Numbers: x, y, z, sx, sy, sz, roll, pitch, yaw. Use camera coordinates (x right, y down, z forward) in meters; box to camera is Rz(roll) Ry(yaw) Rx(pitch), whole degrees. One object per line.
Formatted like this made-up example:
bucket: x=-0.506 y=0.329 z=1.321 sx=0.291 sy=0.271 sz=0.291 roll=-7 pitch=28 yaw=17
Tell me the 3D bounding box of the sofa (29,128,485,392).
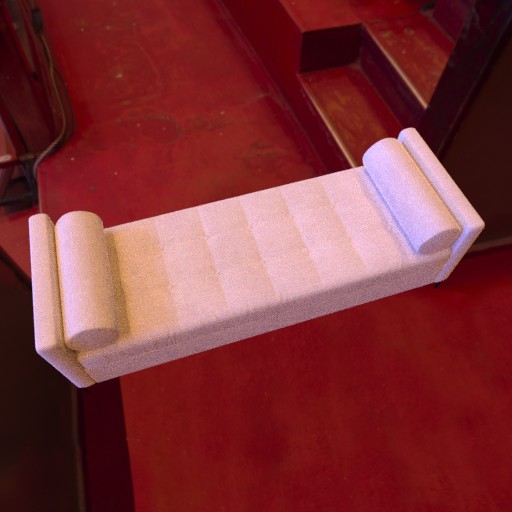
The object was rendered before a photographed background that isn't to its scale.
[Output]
sofa: x=0.000 y=0.000 z=2.271 sx=1.981 sy=0.635 sz=0.686 roll=-15 pitch=59 yaw=-9
